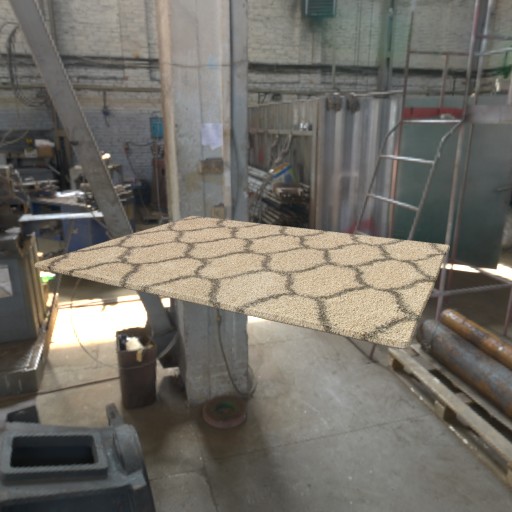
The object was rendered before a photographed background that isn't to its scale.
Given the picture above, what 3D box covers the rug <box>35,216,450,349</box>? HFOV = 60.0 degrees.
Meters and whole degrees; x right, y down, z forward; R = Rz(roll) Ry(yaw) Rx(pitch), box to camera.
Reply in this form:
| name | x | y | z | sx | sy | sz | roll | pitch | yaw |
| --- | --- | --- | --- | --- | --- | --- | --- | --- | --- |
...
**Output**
| name | x | y | z | sx | sy | sz | roll | pitch | yaw |
| --- | --- | --- | --- | --- | --- | --- | --- | --- | --- |
| rug | 0.000 | 0.000 | 2.107 | 1.600 | 0.025 | 1.200 | 9 | 19 | 27 |
